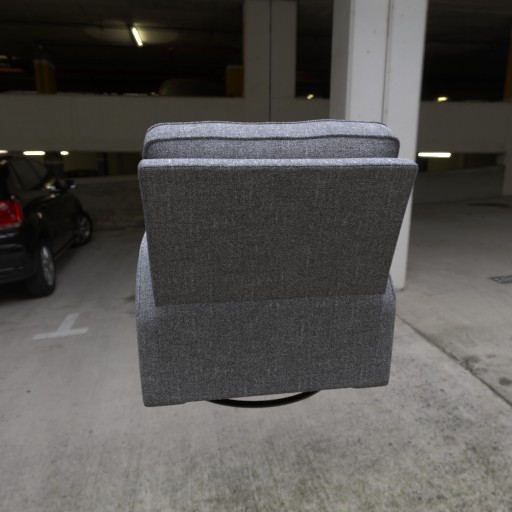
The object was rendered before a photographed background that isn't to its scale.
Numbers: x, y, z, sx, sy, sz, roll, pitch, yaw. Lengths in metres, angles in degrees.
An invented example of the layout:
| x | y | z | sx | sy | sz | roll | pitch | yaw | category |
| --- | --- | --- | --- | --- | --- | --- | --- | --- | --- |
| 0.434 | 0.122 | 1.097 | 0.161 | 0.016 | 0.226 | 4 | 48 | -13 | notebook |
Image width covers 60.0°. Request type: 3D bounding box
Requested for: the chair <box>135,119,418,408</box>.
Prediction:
| x | y | z | sx | sy | sz | roll | pitch | yaw | category |
| --- | --- | --- | --- | --- | --- | --- | --- | --- | --- |
| 0.000 | 0.000 | 1.681 | 0.861 | 0.962 | 0.964 | -2 | 14 | -9 | chair |
